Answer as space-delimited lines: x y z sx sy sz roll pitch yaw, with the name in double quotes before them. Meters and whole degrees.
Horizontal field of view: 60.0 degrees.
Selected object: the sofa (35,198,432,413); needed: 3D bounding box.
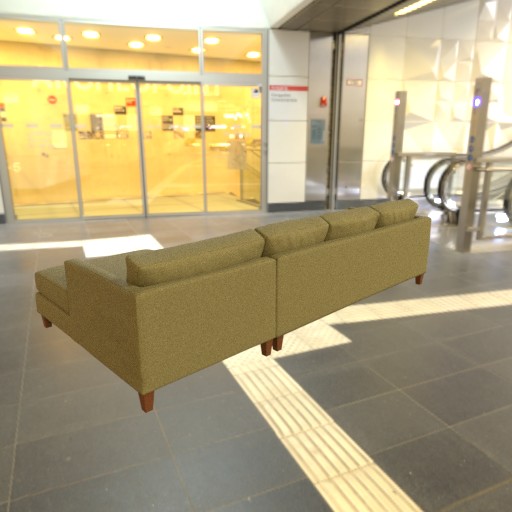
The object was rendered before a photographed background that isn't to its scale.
"sofa" 0.000 0.000 3.861 3.186 0.861 1.625 -14 21 -42
